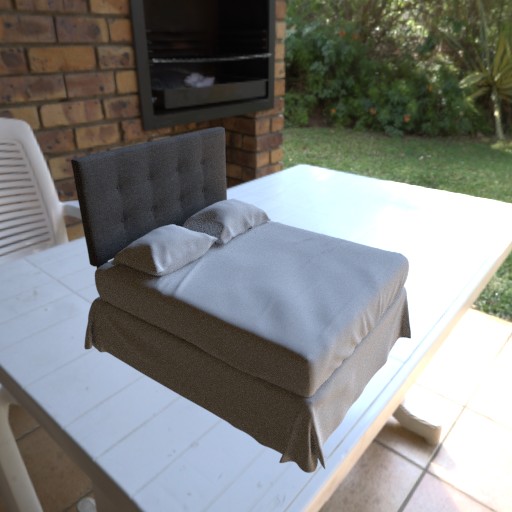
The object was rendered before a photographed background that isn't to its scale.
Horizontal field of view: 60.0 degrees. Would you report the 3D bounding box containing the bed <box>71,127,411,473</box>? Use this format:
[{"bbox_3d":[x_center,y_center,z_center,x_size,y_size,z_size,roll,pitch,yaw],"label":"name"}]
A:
[{"bbox_3d":[0.000,0.000,3.504,2.222,1.577,1.936,17,31,32],"label":"bed"}]
